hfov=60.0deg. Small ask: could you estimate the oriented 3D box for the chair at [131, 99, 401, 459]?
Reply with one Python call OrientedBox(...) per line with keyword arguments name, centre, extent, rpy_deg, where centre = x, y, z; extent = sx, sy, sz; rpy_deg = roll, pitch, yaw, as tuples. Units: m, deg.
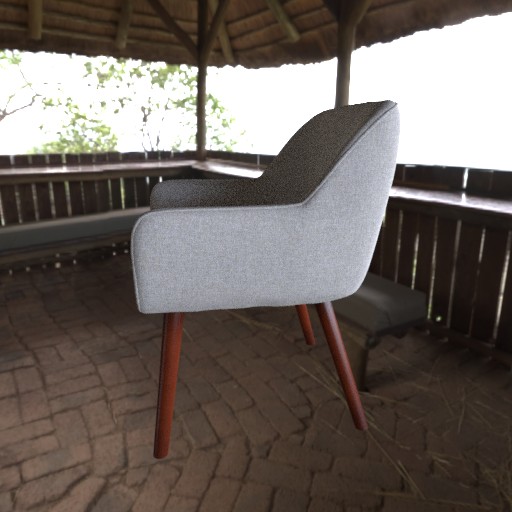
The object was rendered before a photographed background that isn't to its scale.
OrientedBox(name="chair", centre=(0.000, 0.000, 1.239), extent=(0.610, 0.813, 0.610), rpy_deg=(-2, 16, -9))
